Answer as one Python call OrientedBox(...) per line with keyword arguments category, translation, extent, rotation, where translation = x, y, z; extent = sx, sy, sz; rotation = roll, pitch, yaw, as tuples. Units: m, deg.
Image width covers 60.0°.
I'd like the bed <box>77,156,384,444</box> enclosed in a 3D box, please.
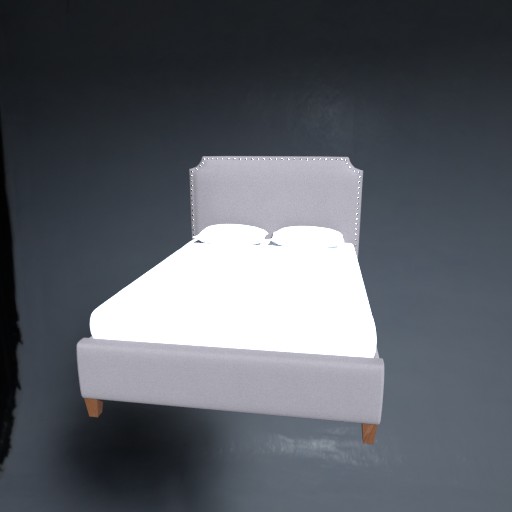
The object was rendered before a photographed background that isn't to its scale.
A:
OrientedBox(category="bed", translation=(0.000, 0.000, 3.412), extent=(1.713, 1.443, 2.372), rotation=(2, 14, 9))
